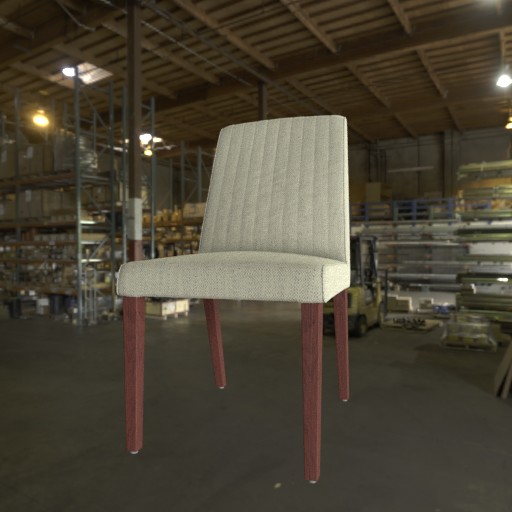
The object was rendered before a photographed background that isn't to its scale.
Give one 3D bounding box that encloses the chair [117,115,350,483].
[{"bbox_3d":[0.000,0.000,1.205,0.480,0.900,0.594,0,0,18],"label":"chair"}]
